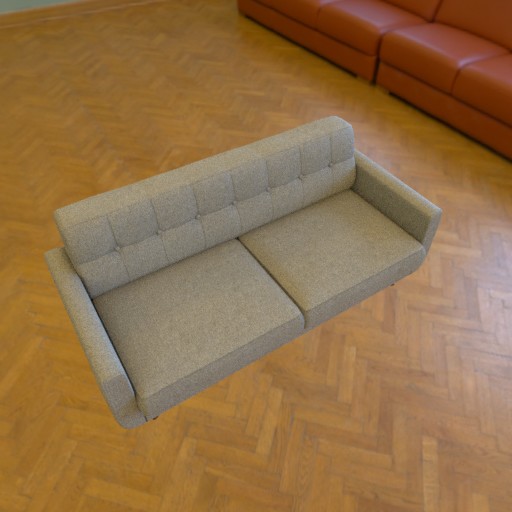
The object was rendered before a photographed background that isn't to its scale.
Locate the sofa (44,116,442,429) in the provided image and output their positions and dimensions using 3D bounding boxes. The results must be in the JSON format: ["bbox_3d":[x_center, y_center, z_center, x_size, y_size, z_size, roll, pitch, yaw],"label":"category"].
[{"bbox_3d":[0.000,0.000,2.547,2.055,0.873,0.968,-24,50,-22],"label":"sofa"}]
